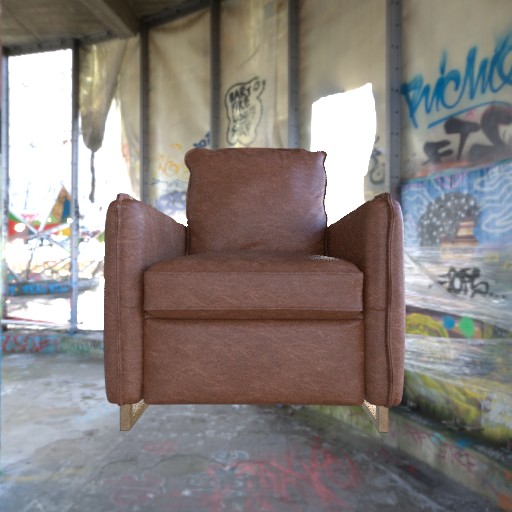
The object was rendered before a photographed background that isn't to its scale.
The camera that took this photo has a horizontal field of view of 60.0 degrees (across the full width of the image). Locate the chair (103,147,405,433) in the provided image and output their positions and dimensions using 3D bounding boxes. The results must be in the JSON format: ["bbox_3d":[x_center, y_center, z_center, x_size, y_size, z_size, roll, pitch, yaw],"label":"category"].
[{"bbox_3d":[0.000,0.000,1.572,0.830,0.922,0.922,0,0,1],"label":"chair"}]
